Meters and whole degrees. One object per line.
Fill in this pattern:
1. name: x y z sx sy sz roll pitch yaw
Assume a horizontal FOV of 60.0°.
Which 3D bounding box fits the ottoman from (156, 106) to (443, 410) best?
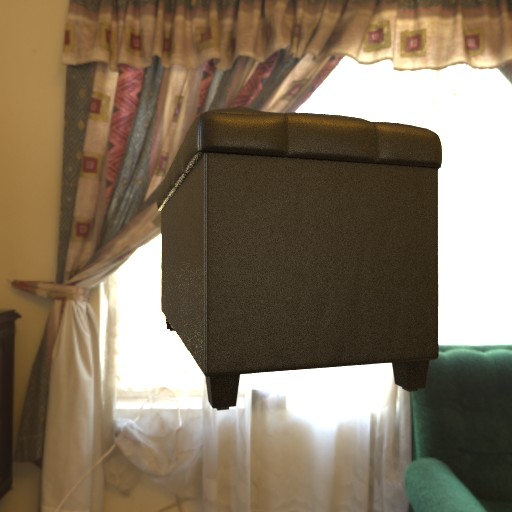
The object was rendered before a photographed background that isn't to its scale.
1. ottoman: 0.000 0.000 1.085 0.432 0.470 0.838 0 0 -16
